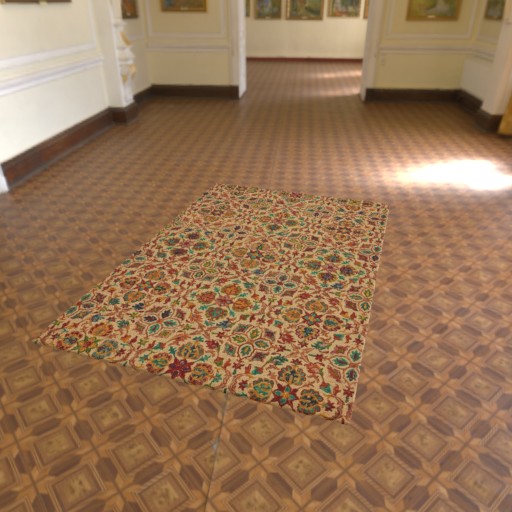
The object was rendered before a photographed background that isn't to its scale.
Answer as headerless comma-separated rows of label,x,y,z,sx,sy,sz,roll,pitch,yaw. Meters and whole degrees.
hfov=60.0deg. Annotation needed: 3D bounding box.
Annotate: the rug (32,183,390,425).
rug,0.000,0.000,2.886,1.541,0.018,2.297,9,31,16
